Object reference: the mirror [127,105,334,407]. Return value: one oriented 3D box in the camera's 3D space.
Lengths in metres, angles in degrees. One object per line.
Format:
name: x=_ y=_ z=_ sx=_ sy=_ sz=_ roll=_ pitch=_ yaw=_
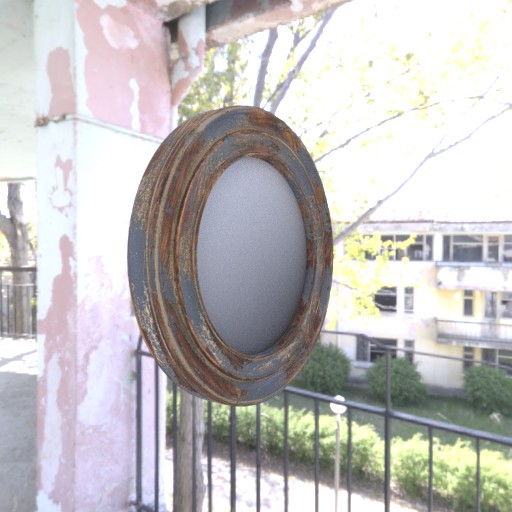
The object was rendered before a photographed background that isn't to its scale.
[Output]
mirror: x=0.000 y=0.000 z=0.901 sx=0.061 sy=0.585 sz=0.585 roll=0 pitch=1 yaw=37
